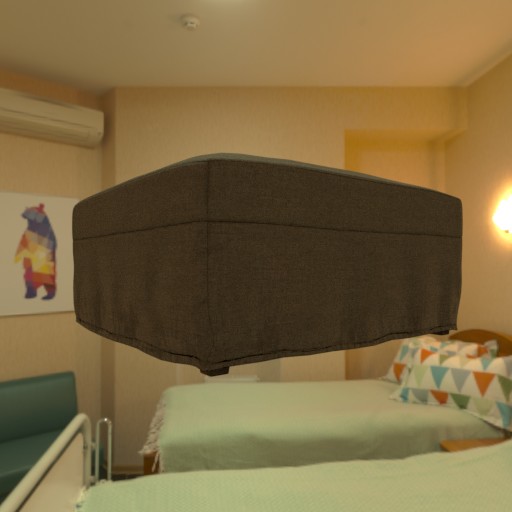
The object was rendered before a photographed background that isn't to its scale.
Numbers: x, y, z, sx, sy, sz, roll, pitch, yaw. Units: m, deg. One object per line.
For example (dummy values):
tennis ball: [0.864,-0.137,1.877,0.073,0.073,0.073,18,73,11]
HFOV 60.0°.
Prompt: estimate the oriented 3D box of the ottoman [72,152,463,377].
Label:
ottoman: [0.000,0.000,1.298,0.843,0.436,0.840,1,-1,-37]
